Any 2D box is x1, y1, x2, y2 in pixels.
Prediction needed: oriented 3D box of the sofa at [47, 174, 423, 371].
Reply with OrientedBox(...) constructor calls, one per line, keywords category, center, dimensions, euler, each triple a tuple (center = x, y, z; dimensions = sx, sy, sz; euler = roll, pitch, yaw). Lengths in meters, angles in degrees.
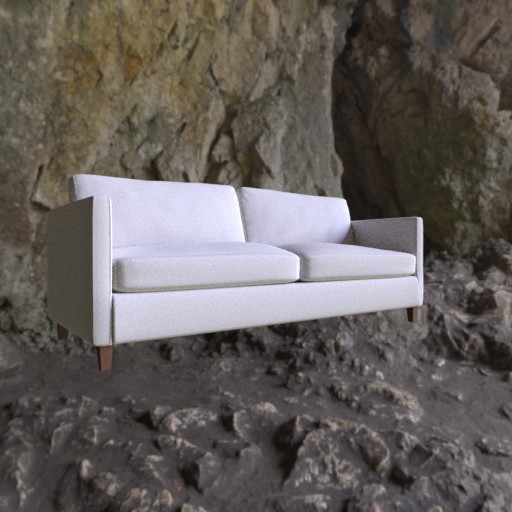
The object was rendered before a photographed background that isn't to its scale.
OrientedBox(category="sofa", center=(0.000, 0.000, 2.894), dimensions=(2.361, 0.962, 0.951), euler=(-1, 1, -35))
